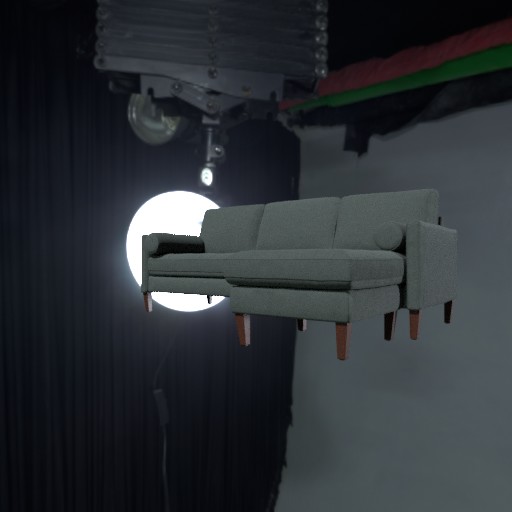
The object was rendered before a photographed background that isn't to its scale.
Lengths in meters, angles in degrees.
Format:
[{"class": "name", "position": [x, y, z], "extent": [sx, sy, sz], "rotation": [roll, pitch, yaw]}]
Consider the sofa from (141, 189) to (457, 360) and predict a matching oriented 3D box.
[{"class": "sofa", "position": [0.000, 0.000, 2.927], "extent": [2.178, 0.876, 1.506], "rotation": [0, -1, 36]}]
